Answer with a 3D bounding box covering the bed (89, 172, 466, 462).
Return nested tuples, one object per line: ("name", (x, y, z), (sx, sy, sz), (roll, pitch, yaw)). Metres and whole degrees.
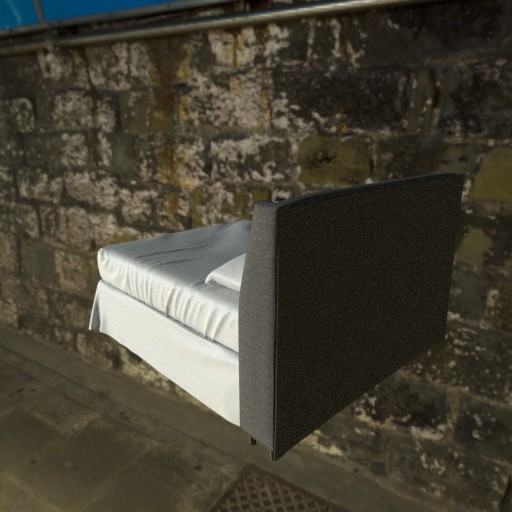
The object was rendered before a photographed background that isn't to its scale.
("bed", (0.000, 0.000, 3.416), (1.925, 1.332, 2.276), (-15, 22, -41))
